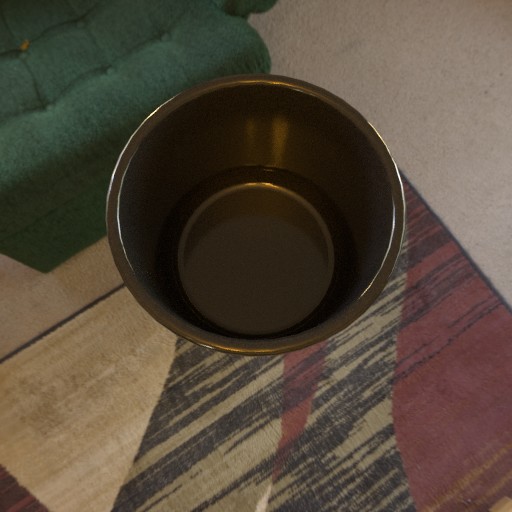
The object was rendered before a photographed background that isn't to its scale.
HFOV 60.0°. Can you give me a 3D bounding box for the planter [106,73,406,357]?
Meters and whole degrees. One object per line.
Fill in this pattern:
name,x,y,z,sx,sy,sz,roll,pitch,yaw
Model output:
planter,0.000,0.000,0.538,0.251,0.355,0.251,37,78,9
